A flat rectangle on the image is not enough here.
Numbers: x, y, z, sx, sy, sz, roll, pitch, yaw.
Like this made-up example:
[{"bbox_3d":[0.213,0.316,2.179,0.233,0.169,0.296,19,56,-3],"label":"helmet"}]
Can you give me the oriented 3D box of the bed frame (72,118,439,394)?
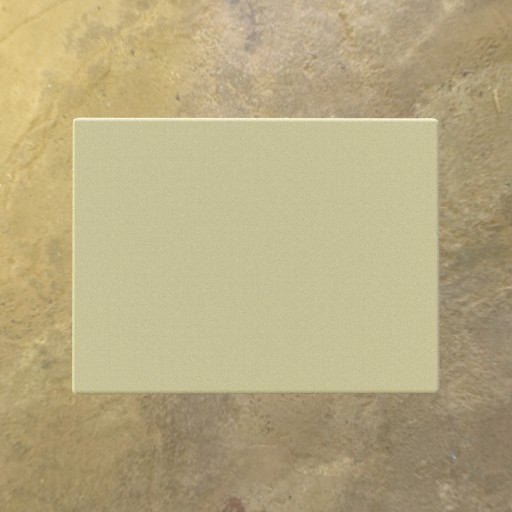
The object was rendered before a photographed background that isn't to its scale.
[{"bbox_3d":[0.000,0.000,3.465,2.635,0.680,1.990,0,90,0],"label":"bed frame"}]
